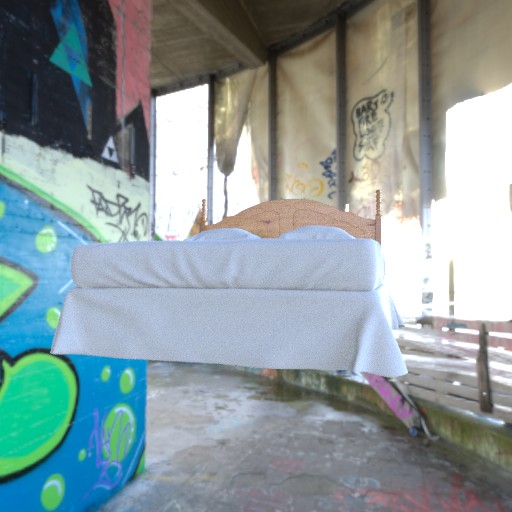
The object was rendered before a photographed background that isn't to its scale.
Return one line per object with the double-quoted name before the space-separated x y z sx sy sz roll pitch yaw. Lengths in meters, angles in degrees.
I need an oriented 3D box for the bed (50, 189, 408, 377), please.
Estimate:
"bed" 0.000 0.000 3.586 2.322 1.355 2.219 -1 -2 17
